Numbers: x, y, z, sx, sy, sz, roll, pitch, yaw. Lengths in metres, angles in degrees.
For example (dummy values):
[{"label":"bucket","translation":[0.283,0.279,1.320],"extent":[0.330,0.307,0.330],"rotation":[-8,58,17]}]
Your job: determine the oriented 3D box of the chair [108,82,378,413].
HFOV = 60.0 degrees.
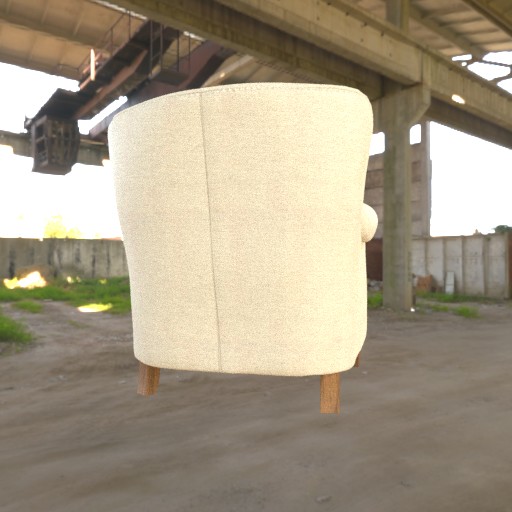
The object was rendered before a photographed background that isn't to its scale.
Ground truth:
[{"label":"chair","translation":[0.000,0.000,1.616],"extent":[0.861,0.936,0.921],"rotation":[0,-1,19]}]
